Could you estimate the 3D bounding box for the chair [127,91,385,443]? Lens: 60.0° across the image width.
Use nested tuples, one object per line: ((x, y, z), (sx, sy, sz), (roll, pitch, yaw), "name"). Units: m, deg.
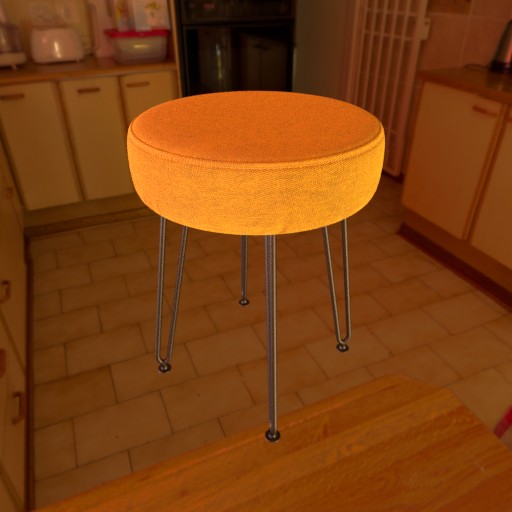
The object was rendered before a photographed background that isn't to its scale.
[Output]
((0.000, 0.000, 0.712), (0.345, 0.455, 0.345), (21, 38, 30), "chair")
